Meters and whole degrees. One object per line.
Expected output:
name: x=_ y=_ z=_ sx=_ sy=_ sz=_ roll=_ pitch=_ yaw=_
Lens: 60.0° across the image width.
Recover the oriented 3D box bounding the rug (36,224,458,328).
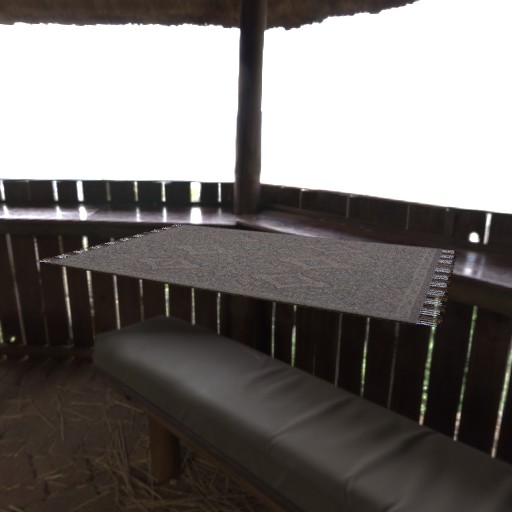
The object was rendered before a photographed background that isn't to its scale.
rug: x=0.000 y=0.000 z=2.995 sx=2.434 sy=0.010 sz=1.516 roll=7 pitch=16 yaw=25
